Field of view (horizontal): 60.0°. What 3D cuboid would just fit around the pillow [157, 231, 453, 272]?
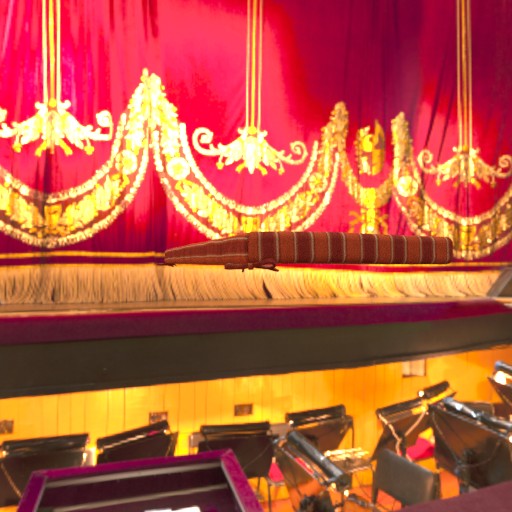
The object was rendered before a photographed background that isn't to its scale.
[{"bbox_3d":[0.000,0.000,1.381,0.492,0.081,1.187,0,-1,-19],"label":"pillow"}]
